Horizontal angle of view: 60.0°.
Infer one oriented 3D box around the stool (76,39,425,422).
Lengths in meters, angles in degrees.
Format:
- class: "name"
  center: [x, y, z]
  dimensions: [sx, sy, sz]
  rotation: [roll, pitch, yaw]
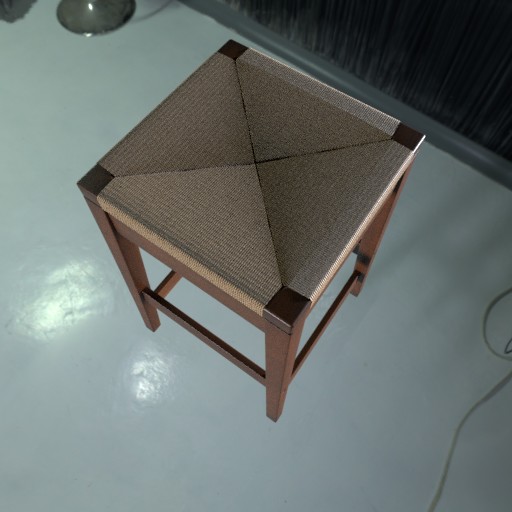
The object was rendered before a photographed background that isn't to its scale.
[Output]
- class: "stool"
  center: [0.000, 0.000, 1.089]
  dimensions: [0.497, 0.762, 0.507]
  rotation: [32, 68, 15]
